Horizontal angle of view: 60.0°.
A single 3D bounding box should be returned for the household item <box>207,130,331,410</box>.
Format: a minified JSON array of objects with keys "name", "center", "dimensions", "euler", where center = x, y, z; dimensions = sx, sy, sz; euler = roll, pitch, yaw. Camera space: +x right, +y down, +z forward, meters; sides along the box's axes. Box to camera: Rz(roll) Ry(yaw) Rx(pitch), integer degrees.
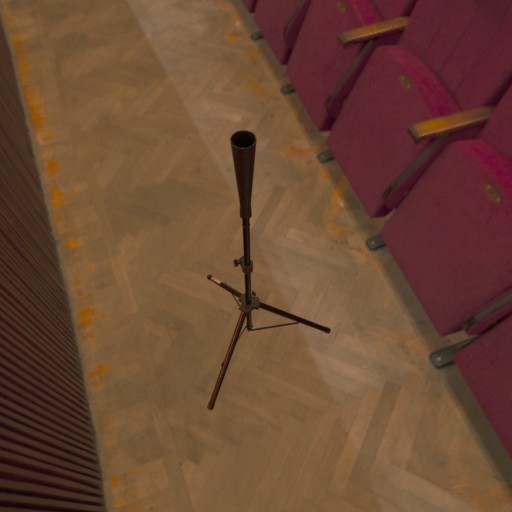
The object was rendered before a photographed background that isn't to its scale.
[{"name":"household item","center":[0.000,0.000,1.386],"dimensions":[0.559,1.067,0.559],"euler":[-16,59,-10]}]
